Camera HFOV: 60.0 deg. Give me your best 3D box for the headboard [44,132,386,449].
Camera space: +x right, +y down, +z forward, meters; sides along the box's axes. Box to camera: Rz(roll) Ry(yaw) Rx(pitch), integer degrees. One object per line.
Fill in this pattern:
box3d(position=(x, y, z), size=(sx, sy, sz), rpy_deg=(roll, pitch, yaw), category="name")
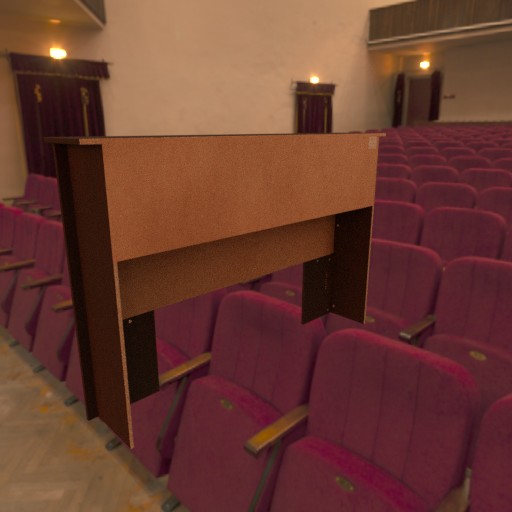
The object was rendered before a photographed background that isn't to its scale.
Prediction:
box3d(position=(0.000, 0.000, 2.068), size=(1.671, 1.092, 0.279), rpy_deg=(-15, 22, -42), category="headboard")
